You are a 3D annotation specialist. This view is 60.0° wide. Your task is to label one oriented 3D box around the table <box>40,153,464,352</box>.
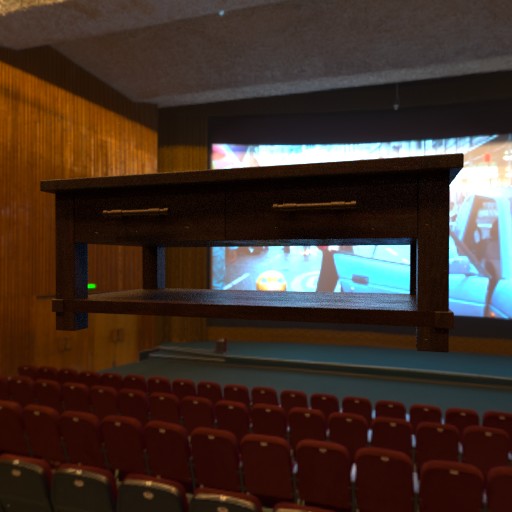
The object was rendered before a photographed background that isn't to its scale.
[{"bbox_3d":[0.000,0.000,1.589,1.270,0.494,0.700,0,-1,17],"label":"table"}]
